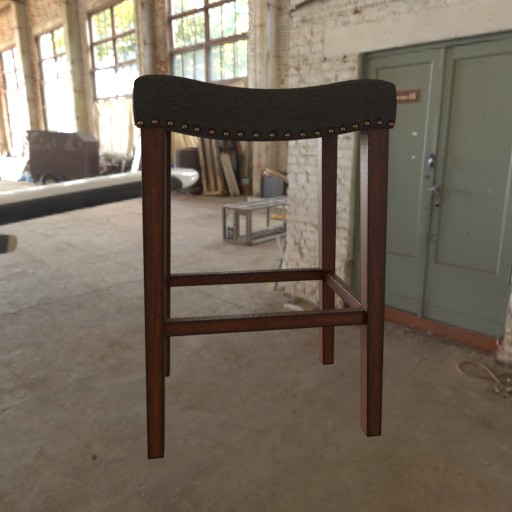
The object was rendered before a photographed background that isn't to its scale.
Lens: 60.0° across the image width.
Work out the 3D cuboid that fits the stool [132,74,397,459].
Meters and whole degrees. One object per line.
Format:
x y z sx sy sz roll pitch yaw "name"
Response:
0.000 0.000 1.021 0.502 0.748 0.366 -2 15 -8 "stool"
